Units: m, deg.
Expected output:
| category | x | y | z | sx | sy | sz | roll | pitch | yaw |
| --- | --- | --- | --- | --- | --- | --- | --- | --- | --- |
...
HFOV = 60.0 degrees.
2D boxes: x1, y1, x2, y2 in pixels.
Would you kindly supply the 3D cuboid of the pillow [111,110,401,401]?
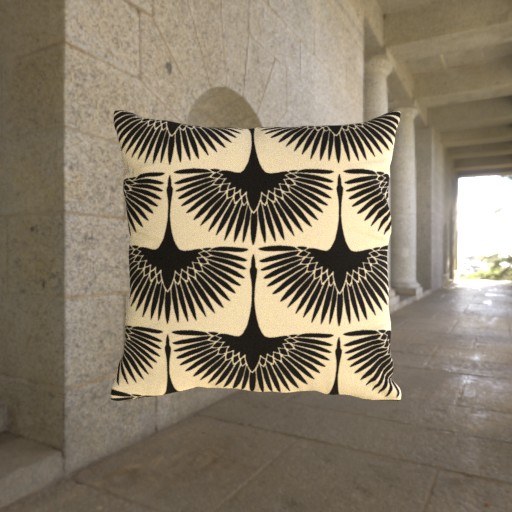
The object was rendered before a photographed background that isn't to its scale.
| category | x | y | z | sx | sy | sz | roll | pitch | yaw |
| --- | --- | --- | --- | --- | --- | --- | --- | --- | --- |
| pillow | 0.000 | 0.000 | 0.661 | 0.432 | 0.432 | 0.139 | 0 | 0 | 0 |
